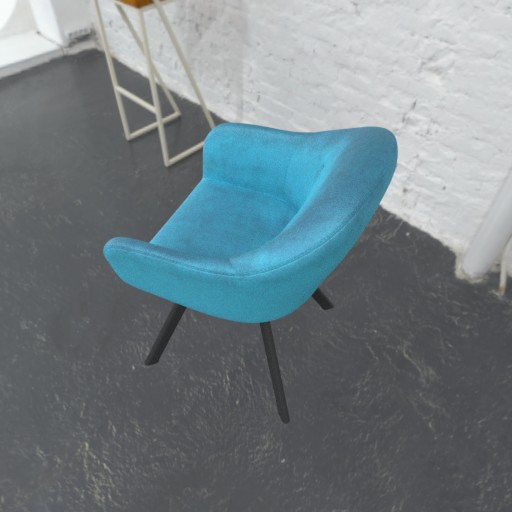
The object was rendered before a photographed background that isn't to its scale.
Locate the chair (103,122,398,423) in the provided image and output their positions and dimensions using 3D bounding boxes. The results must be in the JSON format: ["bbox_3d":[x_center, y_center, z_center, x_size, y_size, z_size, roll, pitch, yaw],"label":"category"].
[{"bbox_3d":[0.000,0.000,1.172,0.570,0.780,0.540,18,49,16],"label":"chair"}]
